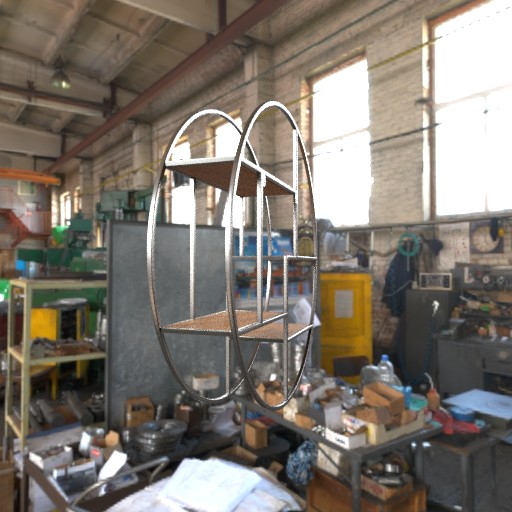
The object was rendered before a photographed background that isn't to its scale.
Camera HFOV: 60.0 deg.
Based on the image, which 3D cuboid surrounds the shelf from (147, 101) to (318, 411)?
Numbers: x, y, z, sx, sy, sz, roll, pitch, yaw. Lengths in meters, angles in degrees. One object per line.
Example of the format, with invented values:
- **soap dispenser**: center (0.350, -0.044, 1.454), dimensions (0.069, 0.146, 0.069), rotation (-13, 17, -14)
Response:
- **shelf**: center (0.000, 0.000, 1.369), dimensions (0.202, 0.888, 0.888), rotation (0, -1, 20)
